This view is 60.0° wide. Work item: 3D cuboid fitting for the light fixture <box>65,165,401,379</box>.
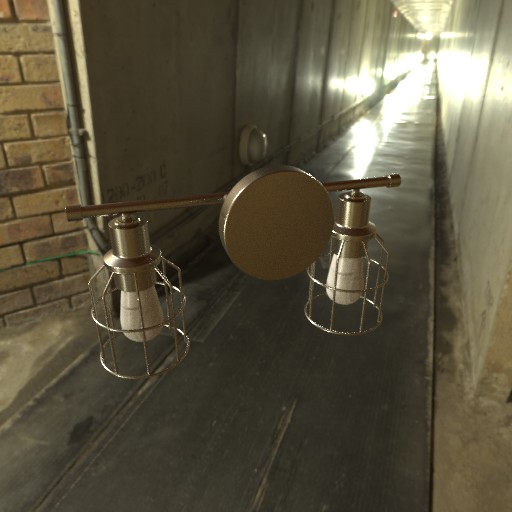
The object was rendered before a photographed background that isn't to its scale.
[{"bbox_3d":[0.000,0.000,0.536,0.406,0.254,0.165,-8,28,-16],"label":"light fixture"}]
